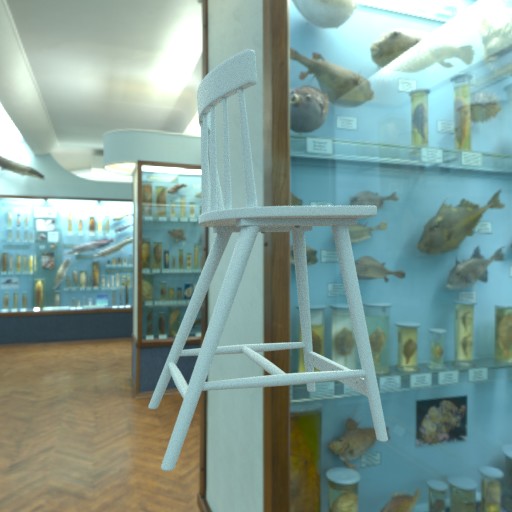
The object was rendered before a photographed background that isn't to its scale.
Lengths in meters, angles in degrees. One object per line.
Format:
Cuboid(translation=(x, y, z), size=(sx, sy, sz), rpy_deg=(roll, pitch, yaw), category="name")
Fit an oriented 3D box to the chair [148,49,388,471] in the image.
Cuboid(translation=(0.000, 0.000, 1.267), size=(0.572, 0.952, 0.483), rpy_deg=(0, 0, -17), category="chair")
